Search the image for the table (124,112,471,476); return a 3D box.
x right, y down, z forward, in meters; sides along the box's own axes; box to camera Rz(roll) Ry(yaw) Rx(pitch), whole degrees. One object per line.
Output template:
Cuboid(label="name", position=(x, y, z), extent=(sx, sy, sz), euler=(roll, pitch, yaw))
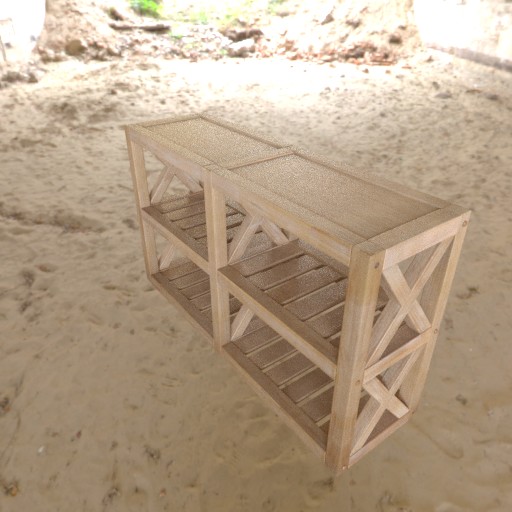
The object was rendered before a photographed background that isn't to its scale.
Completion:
Cuboid(label="table", position=(0.000, 0.000, 1.660), extent=(0.381, 0.762, 1.320), euler=(-21, 37, -31))
